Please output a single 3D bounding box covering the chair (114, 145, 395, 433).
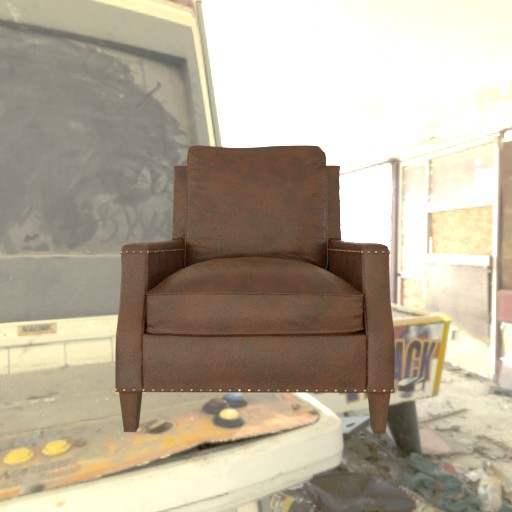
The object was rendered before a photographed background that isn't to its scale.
[{"bbox_3d":[0.000,0.000,1.805,0.854,1.054,1.035,0,1,1],"label":"chair"}]
